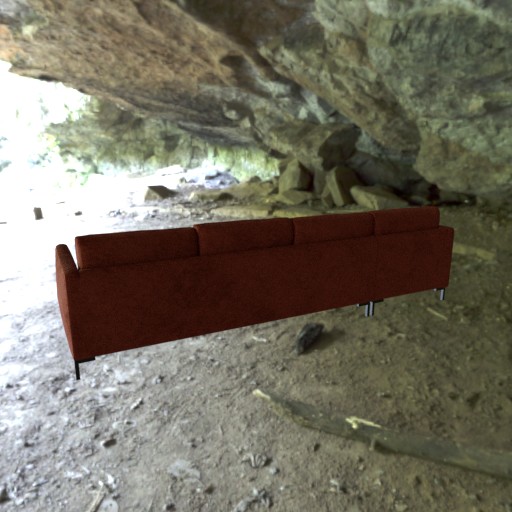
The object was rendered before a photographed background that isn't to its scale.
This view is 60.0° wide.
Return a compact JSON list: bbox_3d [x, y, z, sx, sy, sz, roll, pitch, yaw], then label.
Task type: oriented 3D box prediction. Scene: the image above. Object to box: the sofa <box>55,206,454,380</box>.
[{"bbox_3d":[0.000,0.000,2.959,2.467,0.663,1.136,-7,16,-26],"label":"sofa"}]
